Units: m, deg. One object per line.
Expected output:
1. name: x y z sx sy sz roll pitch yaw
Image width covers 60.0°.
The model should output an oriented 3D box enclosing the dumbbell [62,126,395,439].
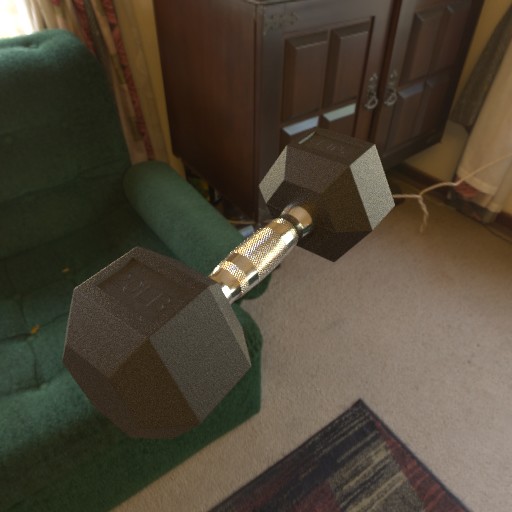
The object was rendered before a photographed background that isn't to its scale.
1. dumbbell: 0.000 0.000 0.341 0.116 0.101 0.297 26 47 27
